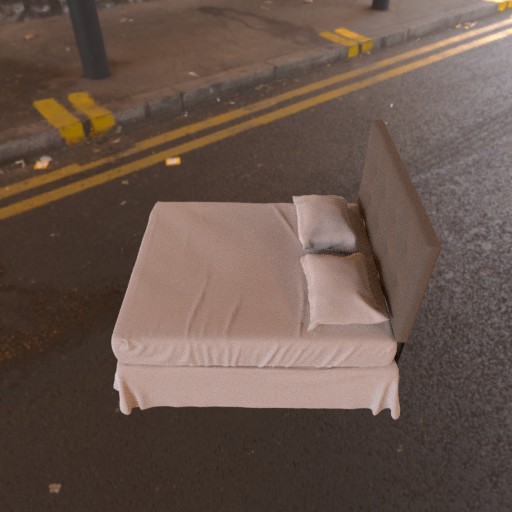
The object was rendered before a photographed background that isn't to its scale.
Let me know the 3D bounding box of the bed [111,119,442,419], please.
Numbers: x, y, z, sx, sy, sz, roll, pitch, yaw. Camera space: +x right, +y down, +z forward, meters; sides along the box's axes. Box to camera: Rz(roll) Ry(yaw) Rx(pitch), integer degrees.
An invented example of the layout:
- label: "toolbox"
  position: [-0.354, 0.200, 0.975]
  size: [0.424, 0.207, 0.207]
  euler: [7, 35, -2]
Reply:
- label: "bed"
  position: [0.000, 0.000, 3.526]
  size: [2.222, 1.577, 1.936]
  euler: [1, 41, 1]
